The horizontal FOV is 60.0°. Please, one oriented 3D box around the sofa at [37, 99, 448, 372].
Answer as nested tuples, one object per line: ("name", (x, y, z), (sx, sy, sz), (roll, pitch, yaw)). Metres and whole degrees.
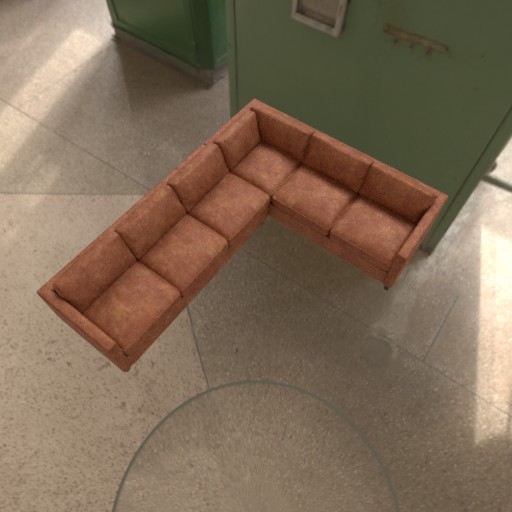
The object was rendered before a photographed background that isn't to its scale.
("sofa", (0.000, 0.000, 4.343), (2.438, 0.838, 3.167), (33, 64, 18))
